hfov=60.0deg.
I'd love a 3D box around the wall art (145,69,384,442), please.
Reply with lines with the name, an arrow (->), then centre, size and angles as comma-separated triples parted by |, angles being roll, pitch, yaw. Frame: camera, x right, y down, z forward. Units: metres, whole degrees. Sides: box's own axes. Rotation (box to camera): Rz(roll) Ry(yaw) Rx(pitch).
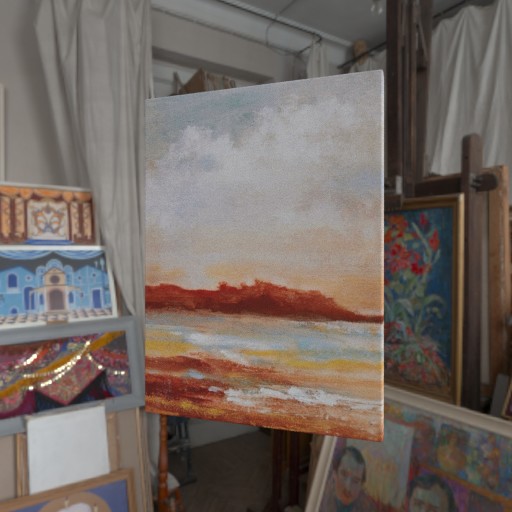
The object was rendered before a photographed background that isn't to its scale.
wall art -> 0.000, 0.000, 0.802 | 0.443, 0.605, 0.035 | 0, 0, 18
